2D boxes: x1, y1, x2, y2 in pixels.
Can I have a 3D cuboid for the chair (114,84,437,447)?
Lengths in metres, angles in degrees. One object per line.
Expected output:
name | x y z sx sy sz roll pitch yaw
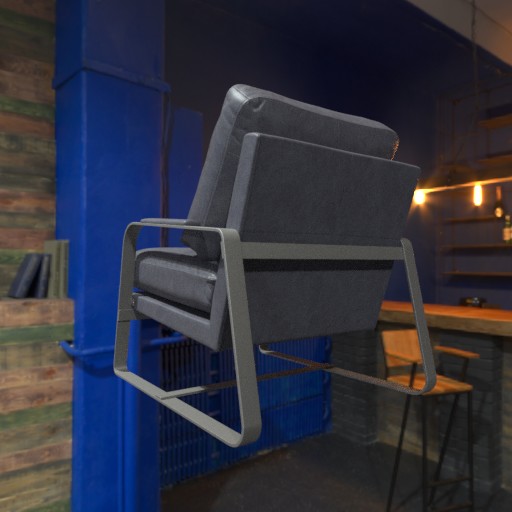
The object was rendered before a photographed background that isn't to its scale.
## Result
chair | 0.000 0.000 1.476 0.692 0.839 0.878 1 -1 -36
